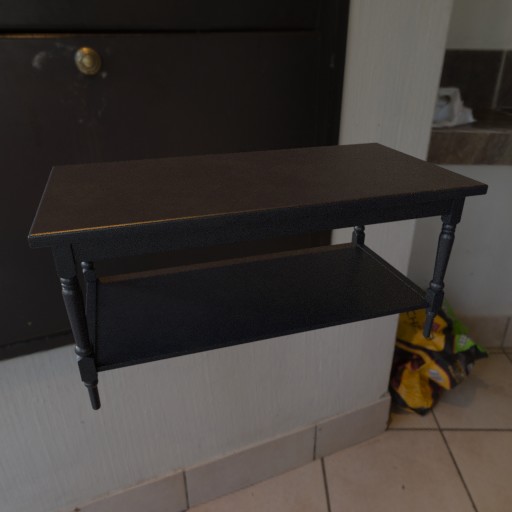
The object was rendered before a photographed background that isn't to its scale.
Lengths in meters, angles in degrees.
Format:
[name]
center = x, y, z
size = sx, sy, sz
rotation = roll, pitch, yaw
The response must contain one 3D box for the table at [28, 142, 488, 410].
[table]
center = 0.000, 0.000, 1.358
size = 1.107, 0.510, 0.550
rotation = -8, 27, -16
